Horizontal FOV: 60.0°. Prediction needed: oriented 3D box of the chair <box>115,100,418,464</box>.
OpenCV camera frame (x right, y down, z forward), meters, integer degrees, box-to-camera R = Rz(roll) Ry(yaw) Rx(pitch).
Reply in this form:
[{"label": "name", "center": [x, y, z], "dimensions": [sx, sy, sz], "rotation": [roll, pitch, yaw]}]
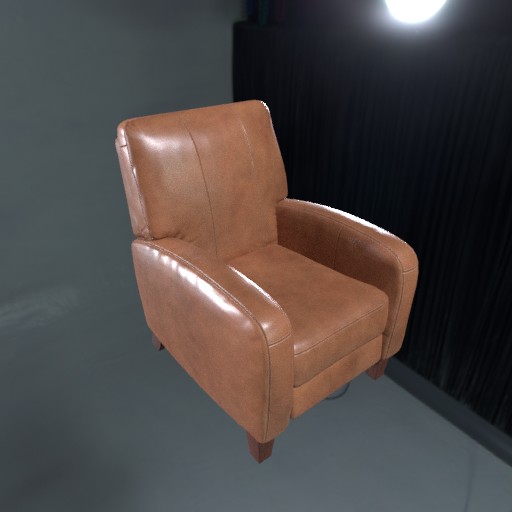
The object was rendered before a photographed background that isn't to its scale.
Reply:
[{"label": "chair", "center": [0.000, 0.000, 1.706], "dimensions": [0.762, 0.990, 0.990], "rotation": [-22, 36, -33]}]
